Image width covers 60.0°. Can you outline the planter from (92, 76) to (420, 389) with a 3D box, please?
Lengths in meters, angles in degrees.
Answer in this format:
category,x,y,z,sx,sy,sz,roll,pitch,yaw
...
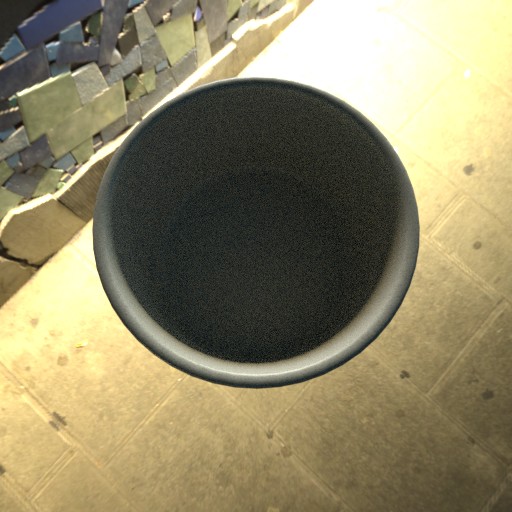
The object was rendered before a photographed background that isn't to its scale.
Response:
category,x,y,z,sx,sy,sz,roll,pitch,yaw
planter,0.000,0.000,0.573,0.317,0.303,0.317,0,76,0
